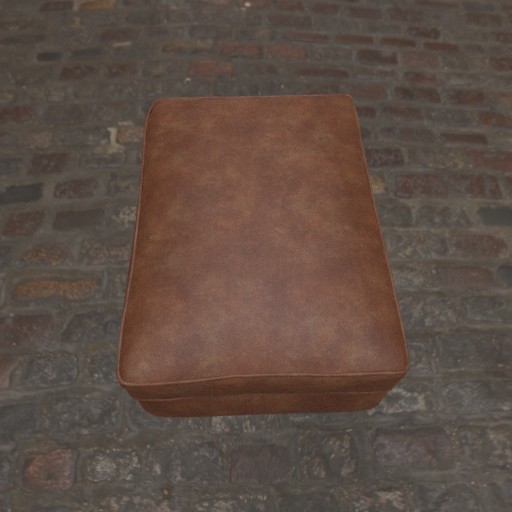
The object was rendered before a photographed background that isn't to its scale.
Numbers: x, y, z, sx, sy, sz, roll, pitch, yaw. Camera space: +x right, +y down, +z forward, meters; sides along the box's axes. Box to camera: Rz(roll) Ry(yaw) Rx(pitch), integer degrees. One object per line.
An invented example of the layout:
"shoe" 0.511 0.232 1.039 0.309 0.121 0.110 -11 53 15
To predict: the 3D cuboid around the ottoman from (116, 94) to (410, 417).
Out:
"ottoman" 0.000 0.000 0.991 0.501 0.418 0.665 -2 59 -1
